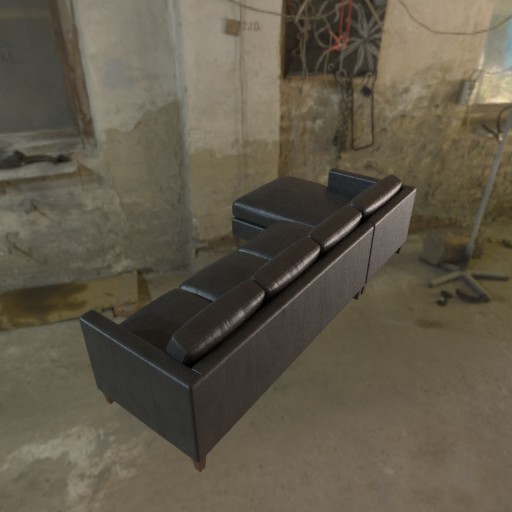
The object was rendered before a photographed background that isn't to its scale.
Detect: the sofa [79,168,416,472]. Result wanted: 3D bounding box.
[{"bbox_3d":[0.000,0.000,3.828,1.581,0.883,3.203,21,37,31],"label":"sofa"}]
